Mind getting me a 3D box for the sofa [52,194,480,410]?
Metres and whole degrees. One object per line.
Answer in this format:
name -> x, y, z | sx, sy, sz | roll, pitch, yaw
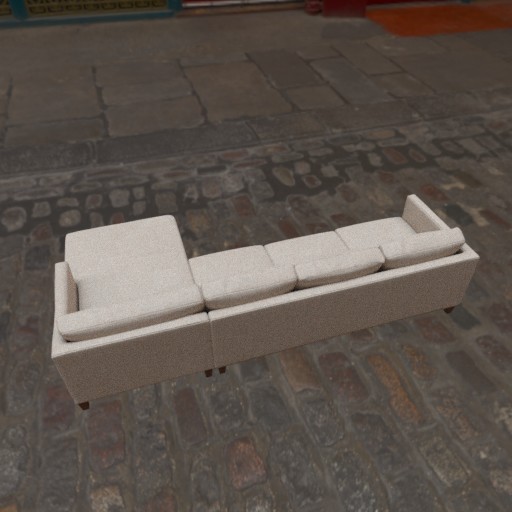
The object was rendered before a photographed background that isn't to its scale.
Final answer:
sofa -> 0.000, 0.000, 3.843 | 3.186, 0.846, 1.625 | -12, 43, -13
